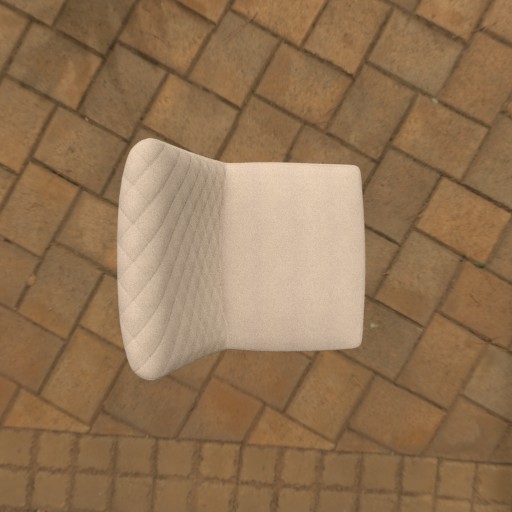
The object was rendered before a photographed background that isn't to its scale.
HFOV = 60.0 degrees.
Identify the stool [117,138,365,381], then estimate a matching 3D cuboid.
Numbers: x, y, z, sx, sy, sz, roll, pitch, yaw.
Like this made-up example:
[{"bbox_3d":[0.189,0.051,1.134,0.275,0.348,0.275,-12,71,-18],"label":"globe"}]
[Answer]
[{"bbox_3d":[0.000,0.000,1.316,0.576,0.973,0.507,0,91,-1],"label":"stool"}]
